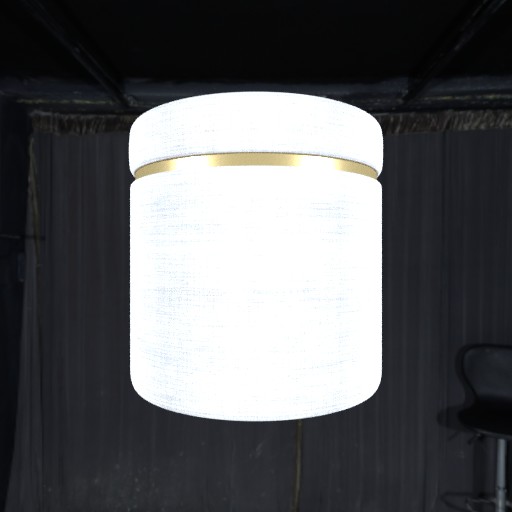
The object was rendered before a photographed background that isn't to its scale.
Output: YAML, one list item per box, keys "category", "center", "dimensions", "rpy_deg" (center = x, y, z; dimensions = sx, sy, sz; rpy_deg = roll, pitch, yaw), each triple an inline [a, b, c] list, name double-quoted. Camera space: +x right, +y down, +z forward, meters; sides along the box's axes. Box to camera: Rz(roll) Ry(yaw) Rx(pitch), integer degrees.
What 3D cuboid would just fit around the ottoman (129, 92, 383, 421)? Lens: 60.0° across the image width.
- category: "ottoman"
  center: [0.000, 0.000, 0.727]
  dimensions: [0.400, 0.406, 0.400]
  rpy_deg: [0, 0, 0]
